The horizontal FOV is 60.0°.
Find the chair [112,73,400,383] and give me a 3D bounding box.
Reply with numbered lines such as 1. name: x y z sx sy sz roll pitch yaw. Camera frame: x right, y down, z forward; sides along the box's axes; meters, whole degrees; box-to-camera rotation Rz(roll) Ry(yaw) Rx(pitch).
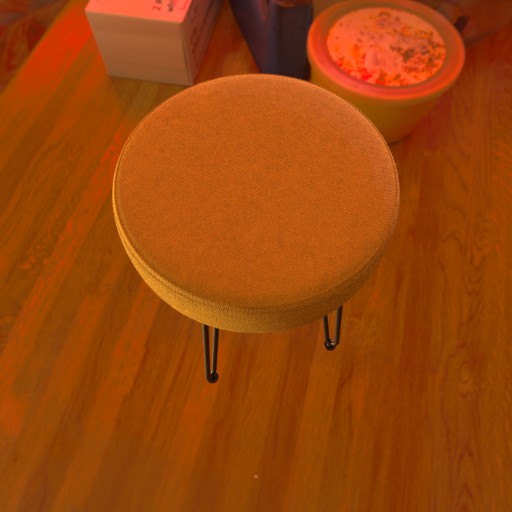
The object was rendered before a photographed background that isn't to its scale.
1. chair: 0.000 0.000 0.714 0.345 0.455 0.345 -14 64 -7
